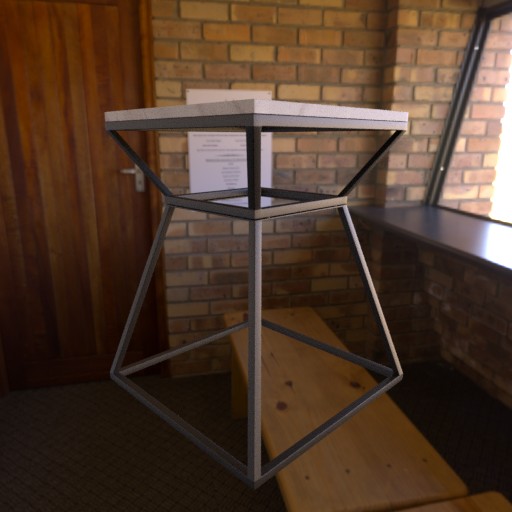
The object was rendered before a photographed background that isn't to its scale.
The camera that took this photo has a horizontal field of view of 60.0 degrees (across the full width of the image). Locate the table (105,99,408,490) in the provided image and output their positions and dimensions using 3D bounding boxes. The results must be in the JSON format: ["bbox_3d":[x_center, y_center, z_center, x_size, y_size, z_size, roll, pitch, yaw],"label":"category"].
[{"bbox_3d":[0.000,0.000,0.903,0.455,0.559,0.455,-14,20,-43],"label":"table"}]
